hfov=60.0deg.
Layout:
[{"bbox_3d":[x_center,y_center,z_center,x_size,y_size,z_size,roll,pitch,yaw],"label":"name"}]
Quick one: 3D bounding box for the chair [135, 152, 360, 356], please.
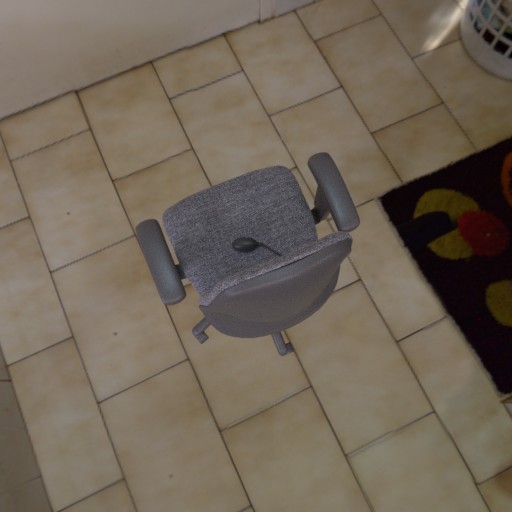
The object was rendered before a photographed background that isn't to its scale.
[{"bbox_3d":[0.000,0.000,1.237,0.550,0.910,0.530,-22,75,-6],"label":"chair"}]
